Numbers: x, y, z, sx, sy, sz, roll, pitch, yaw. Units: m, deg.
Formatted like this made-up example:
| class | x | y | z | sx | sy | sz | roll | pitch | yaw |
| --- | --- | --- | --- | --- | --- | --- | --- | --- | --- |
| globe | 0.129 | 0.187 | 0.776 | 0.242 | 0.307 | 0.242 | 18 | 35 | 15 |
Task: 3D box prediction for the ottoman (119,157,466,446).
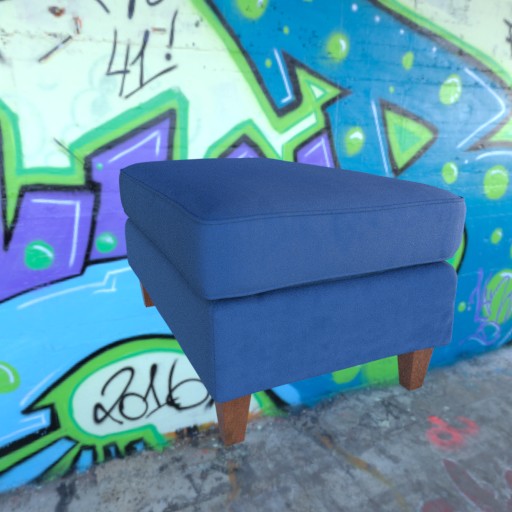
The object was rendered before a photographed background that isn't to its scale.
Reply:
| class | x | y | z | sx | sy | sz | roll | pitch | yaw |
| --- | --- | --- | --- | --- | --- | --- | --- | --- | --- |
| ottoman | 0.000 | 0.000 | 1.195 | 0.583 | 0.484 | 0.862 | -8 | 18 | -24 |
